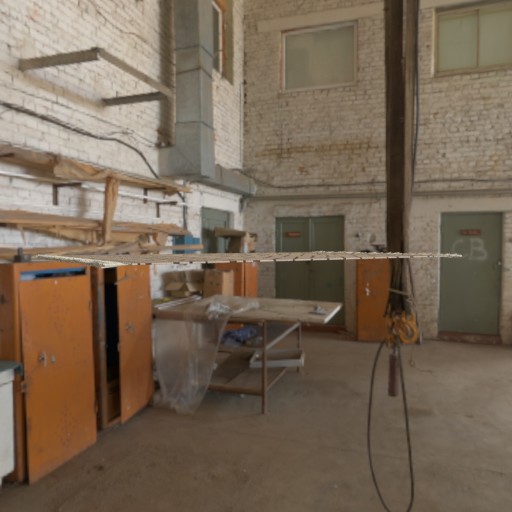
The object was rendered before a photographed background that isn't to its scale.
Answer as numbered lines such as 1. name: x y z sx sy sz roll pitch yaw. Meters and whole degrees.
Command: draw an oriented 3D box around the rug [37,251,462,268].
1. rug: 0.000 0.000 2.429 2.023 0.028 1.224 -1 2 -35
